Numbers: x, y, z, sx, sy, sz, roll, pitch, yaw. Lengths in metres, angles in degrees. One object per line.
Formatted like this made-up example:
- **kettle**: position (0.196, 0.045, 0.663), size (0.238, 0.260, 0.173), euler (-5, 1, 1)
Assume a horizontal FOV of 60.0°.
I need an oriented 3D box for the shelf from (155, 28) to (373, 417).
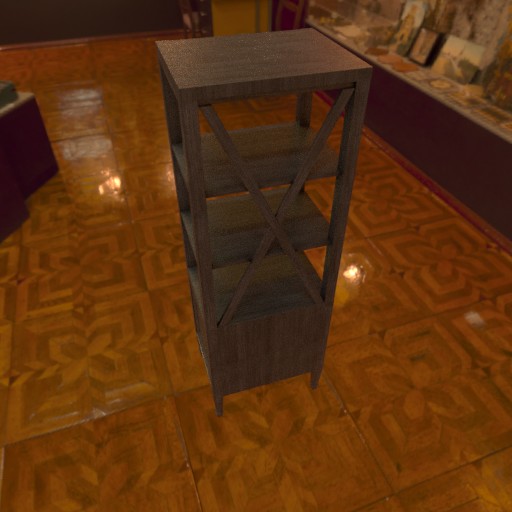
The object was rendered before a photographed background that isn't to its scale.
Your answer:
- **shelf**: position (0.000, 0.000, 1.991), size (0.584, 1.727, 0.472), euler (-12, 42, -13)
